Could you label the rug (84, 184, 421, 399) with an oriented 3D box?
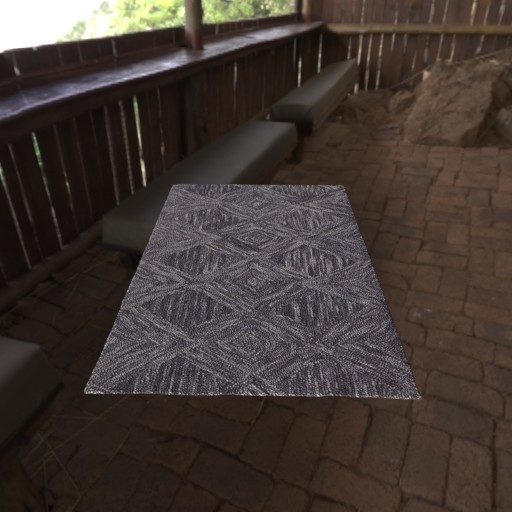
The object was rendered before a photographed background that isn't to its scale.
[{"bbox_3d":[0.000,0.000,2.314,1.186,0.012,1.814,1,33,1],"label":"rug"}]
